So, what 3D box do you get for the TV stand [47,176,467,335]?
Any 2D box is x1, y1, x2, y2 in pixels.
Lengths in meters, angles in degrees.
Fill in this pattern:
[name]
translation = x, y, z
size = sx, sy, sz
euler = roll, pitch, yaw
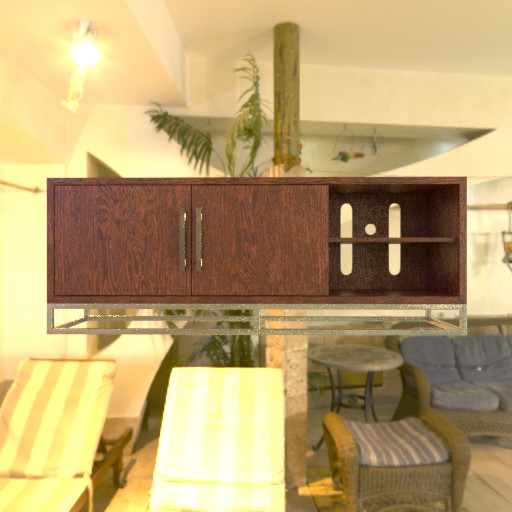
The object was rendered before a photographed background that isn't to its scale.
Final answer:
[TV stand]
translation = 0.000, 0.000, 1.793
size = 1.541, 0.578, 0.382
euler = 0, 0, 1
